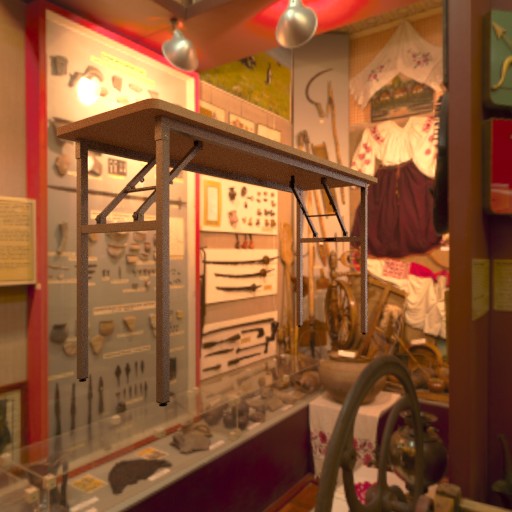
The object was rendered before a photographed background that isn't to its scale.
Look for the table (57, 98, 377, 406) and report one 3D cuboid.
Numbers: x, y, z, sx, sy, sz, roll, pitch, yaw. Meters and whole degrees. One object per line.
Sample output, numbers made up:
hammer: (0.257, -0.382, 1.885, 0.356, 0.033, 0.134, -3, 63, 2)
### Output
table: (0.000, 0.000, 1.728, 0.446, 0.750, 1.397, 0, 0, 37)
